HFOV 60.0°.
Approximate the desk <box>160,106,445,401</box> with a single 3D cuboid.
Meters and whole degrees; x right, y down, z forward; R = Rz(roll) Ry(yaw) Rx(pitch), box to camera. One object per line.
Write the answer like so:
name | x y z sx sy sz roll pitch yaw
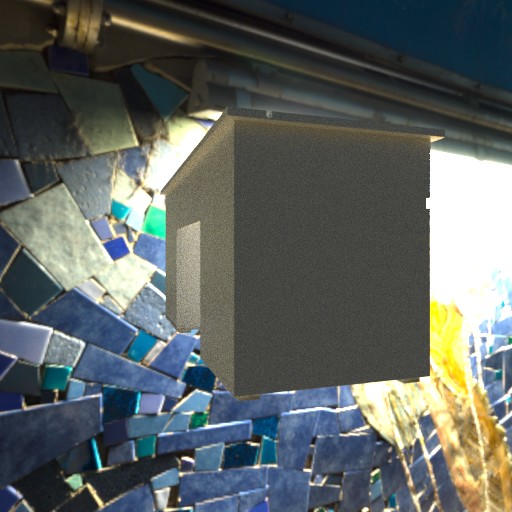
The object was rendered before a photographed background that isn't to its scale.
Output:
desk | 0.000 0.000 1.969 0.670 0.760 1.580 0 0 -18
